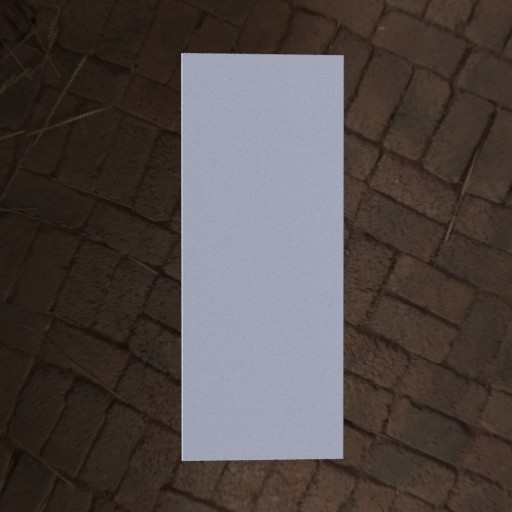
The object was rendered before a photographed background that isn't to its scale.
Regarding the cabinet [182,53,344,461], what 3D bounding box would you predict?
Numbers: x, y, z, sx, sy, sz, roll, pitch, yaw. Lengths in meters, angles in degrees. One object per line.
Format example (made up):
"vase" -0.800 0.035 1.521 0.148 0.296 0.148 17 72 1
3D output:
"cabinet" 0.000 0.000 1.688 0.400 1.190 1.000 0 90 -2
